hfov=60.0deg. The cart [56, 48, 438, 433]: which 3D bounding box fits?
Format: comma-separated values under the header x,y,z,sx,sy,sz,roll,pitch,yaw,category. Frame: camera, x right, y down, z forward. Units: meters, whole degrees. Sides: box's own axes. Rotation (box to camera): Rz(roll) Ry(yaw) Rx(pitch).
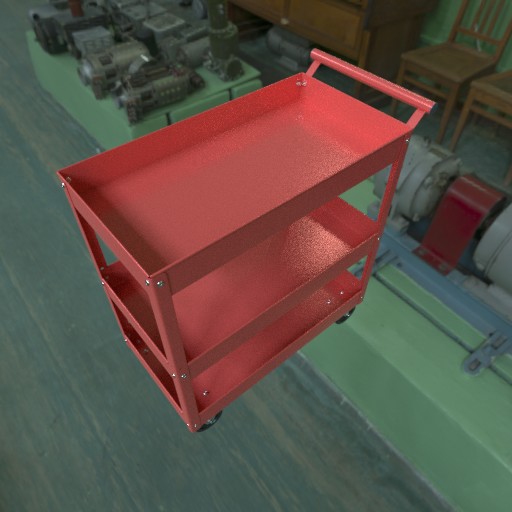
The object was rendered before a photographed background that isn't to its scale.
x,y,z,sx,sy,sz,roll,pitch,yaw,category
0.000,0.000,1.173,0.719,0.780,0.366,-32,55,-26,cart
